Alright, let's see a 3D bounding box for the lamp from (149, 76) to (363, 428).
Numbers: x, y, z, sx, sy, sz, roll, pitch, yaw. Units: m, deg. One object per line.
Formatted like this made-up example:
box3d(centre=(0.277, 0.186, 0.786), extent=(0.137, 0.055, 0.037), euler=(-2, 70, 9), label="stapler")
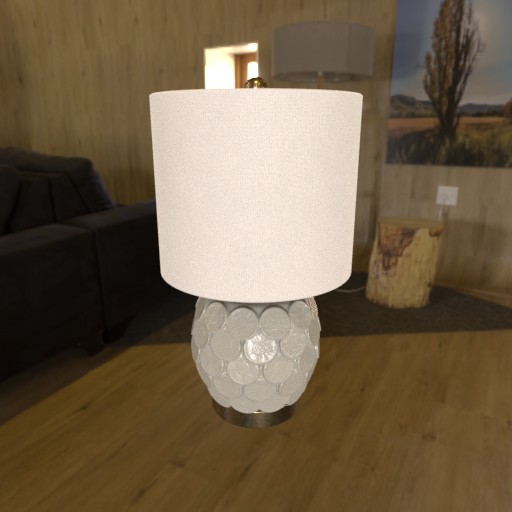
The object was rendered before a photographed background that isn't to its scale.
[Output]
box3d(centre=(0.000, 0.000, 0.600), extent=(0.254, 0.452, 0.254), euler=(0, 17, 0), label="lamp")
